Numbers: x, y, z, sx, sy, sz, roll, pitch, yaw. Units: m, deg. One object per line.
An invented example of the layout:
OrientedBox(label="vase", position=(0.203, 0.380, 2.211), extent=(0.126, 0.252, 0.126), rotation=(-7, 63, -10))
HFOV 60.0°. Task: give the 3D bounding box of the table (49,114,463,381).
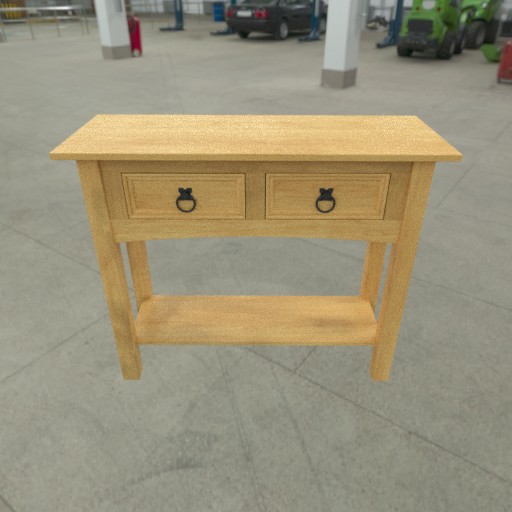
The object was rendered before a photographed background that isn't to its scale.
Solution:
OrientedBox(label="table", position=(0.000, 0.000, 1.296), extent=(0.900, 0.728, 0.340), rotation=(0, 31, 0))
